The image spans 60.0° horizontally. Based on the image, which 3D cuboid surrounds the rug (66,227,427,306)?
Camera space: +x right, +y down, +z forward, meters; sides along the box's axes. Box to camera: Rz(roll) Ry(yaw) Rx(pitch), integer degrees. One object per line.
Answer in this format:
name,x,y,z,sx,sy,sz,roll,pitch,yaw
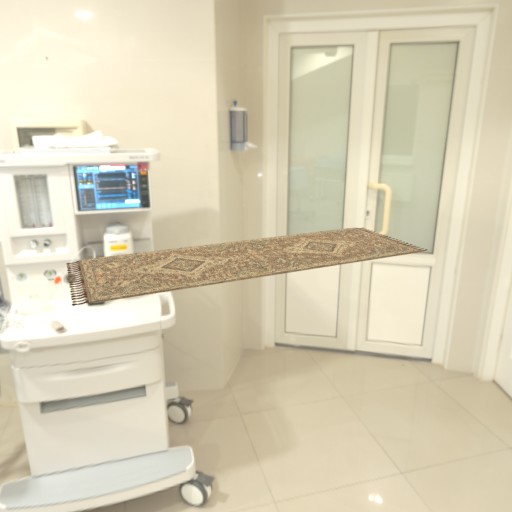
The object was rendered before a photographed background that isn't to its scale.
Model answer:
rug,0.000,0.000,2.901,2.378,0.018,1.324,-2,17,-8
